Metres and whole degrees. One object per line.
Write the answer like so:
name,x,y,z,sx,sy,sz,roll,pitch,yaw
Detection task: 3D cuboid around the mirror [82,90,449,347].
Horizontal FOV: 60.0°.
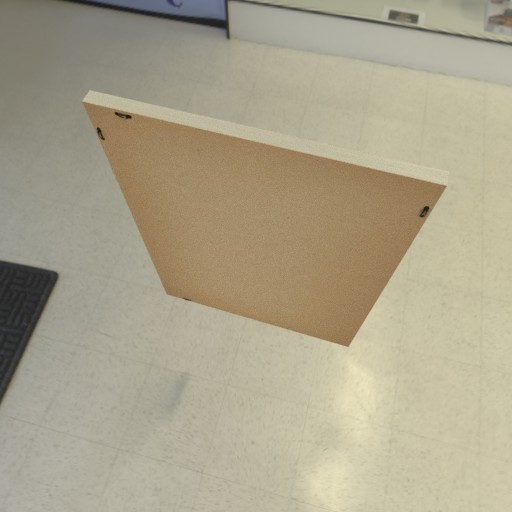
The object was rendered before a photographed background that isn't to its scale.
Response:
mirror,0.000,0.000,1.339,0.762,1.016,0.040,15,62,8
